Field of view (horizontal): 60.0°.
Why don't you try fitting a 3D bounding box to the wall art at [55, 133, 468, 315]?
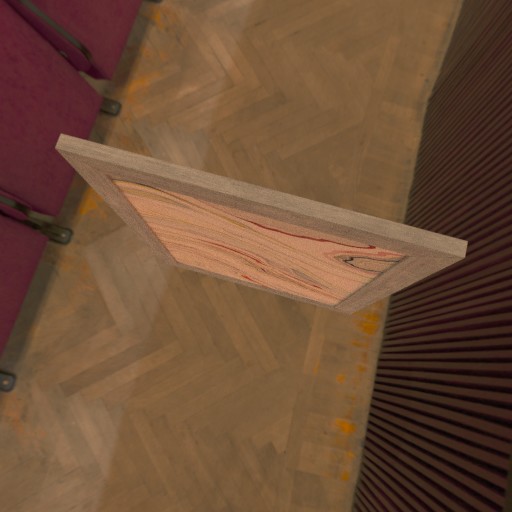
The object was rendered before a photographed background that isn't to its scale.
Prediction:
[{"bbox_3d":[0.000,0.000,0.801,0.481,0.613,0.020,15,77,4],"label":"wall art"}]
